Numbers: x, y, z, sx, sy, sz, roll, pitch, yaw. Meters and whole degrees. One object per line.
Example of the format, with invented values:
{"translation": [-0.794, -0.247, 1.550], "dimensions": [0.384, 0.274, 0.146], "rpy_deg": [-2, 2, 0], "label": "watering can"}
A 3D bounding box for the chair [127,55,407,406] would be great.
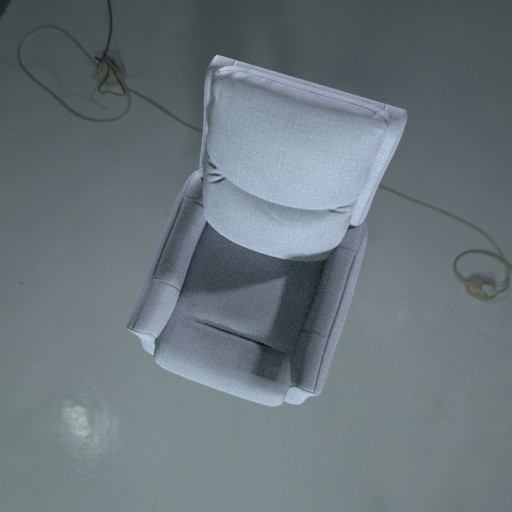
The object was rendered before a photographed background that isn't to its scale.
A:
{"translation": [0.000, 0.000, 1.765], "dimensions": [0.829, 1.030, 1.080], "rpy_deg": [18, 77, 4], "label": "chair"}
